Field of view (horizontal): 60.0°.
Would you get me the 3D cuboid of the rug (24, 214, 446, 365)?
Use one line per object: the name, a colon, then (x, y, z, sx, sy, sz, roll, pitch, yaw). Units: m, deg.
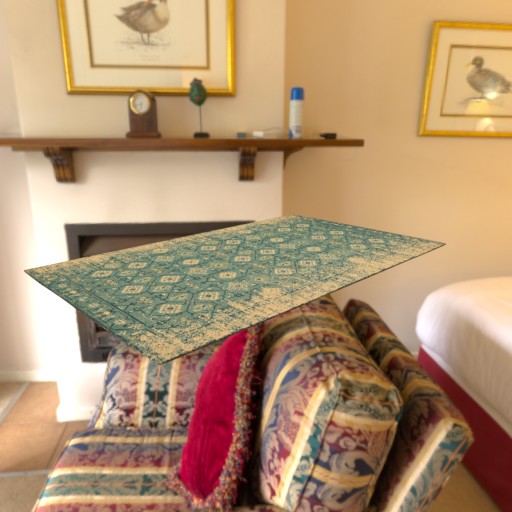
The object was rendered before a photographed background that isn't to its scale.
rug: (0.000, 0.000, 2.161, 1.795, 0.008, 1.102, -16, 23, -42)
